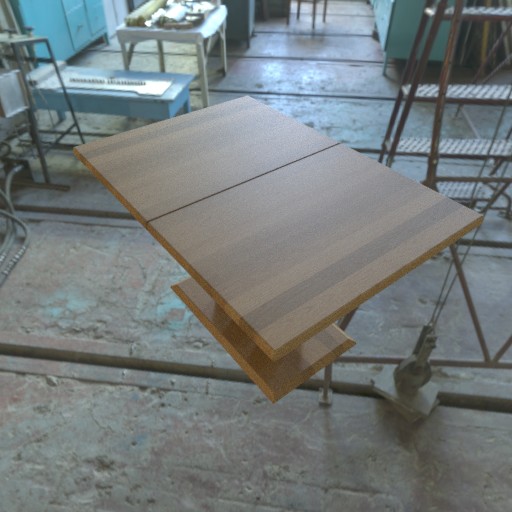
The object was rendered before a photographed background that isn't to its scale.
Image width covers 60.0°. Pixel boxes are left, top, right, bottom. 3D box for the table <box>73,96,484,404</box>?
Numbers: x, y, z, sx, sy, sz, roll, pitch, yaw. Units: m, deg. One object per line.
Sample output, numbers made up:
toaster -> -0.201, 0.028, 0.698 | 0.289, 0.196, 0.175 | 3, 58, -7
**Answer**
table -> 0.000, 0.000, 1.887 | 0.900, 0.770, 1.300 | -27, 48, -27
